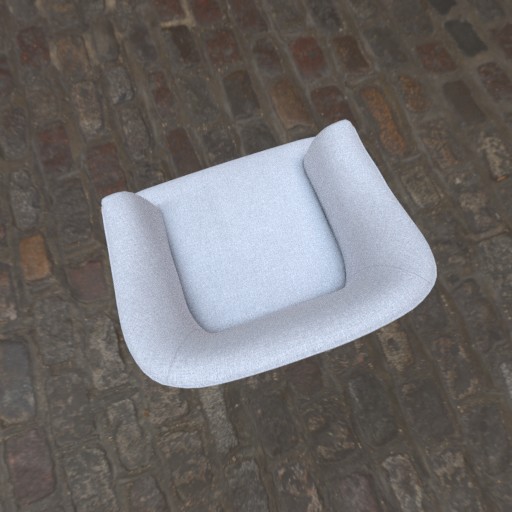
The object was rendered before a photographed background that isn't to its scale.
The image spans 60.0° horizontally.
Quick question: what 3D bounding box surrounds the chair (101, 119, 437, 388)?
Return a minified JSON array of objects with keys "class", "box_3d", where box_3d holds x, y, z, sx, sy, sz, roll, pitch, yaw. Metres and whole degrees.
[{"class":"chair","box_3d":[0.000,0.000,1.421,0.798,0.815,0.704,-19,76,-5]}]
